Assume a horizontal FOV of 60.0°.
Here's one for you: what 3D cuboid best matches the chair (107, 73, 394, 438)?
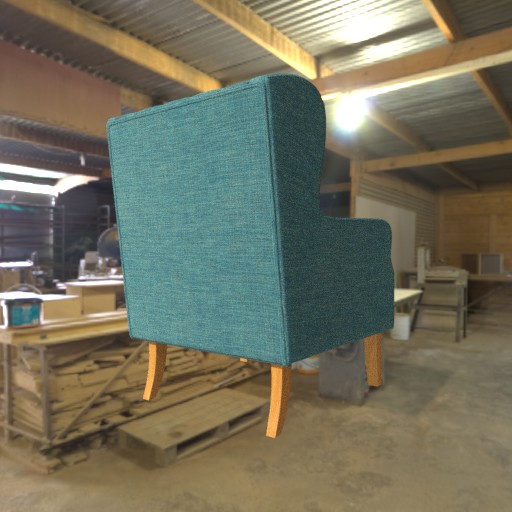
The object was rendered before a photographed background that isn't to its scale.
[{"bbox_3d":[0.000,0.000,1.535,0.711,0.952,0.775,1,1,36],"label":"chair"}]
